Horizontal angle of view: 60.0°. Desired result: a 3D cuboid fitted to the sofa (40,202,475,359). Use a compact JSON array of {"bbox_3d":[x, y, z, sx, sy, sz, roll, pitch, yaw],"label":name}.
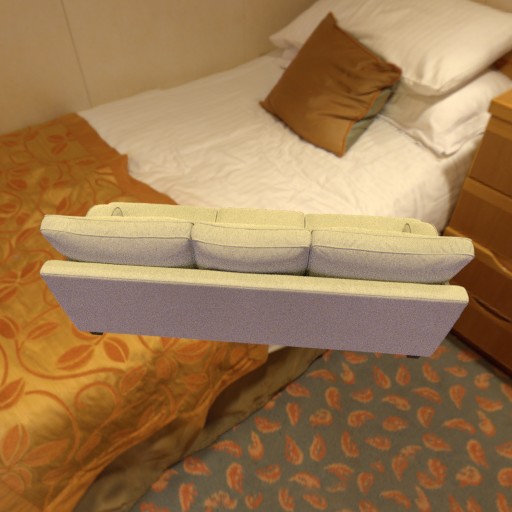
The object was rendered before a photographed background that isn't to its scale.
[{"bbox_3d":[0.000,0.000,2.881,2.323,0.991,1.016,4,45,4],"label":"sofa"}]
